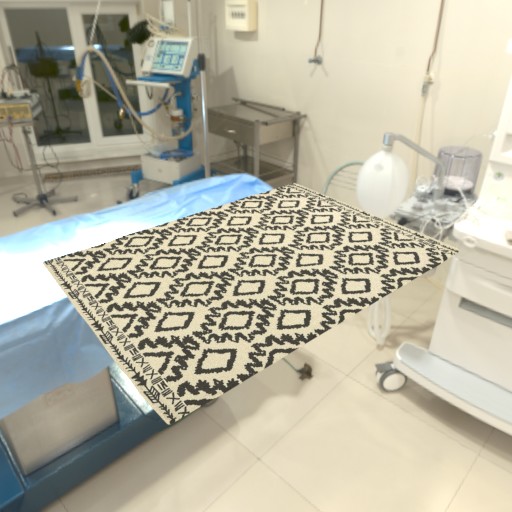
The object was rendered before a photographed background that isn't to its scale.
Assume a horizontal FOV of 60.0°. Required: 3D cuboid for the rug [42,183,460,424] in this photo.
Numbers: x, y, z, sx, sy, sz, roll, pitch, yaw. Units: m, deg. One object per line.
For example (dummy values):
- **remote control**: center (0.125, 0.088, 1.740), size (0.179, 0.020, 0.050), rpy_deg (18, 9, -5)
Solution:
- **rug**: center (0.000, 0.000, 4.348), size (3.369, 0.036, 2.444), rpy_deg (-22, 37, -33)
